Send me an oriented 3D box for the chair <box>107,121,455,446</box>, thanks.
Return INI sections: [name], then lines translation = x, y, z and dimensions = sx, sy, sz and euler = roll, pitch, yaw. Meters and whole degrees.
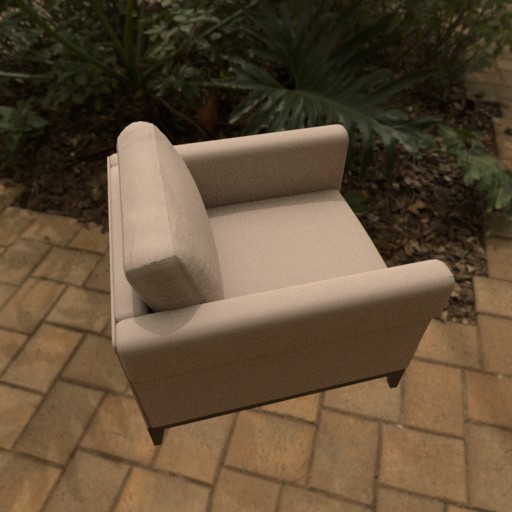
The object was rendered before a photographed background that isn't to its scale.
[chair]
translation = 0.000, 0.000, 1.644
dimensions = 0.959, 0.838, 0.914
euler = -10, 47, -10
